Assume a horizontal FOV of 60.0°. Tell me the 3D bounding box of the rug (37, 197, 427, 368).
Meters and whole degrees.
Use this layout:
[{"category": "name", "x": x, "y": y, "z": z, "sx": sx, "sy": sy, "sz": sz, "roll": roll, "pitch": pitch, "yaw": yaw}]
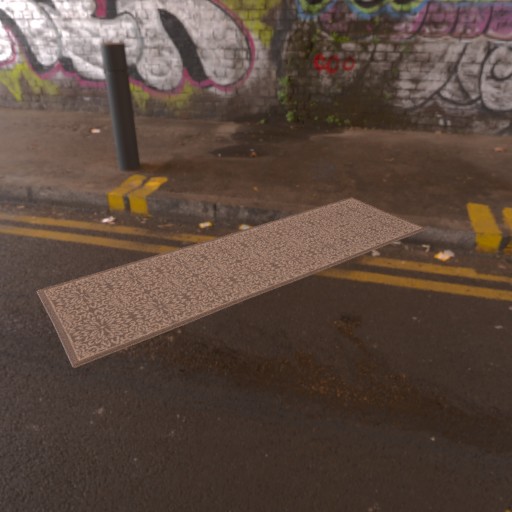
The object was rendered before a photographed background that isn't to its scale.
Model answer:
[{"category": "rug", "x": 0.000, "y": 0.000, "z": 2.512, "sx": 2.196, "sy": 0.011, "sz": 0.662, "roll": -19, "pitch": 34, "yaw": -30}]
